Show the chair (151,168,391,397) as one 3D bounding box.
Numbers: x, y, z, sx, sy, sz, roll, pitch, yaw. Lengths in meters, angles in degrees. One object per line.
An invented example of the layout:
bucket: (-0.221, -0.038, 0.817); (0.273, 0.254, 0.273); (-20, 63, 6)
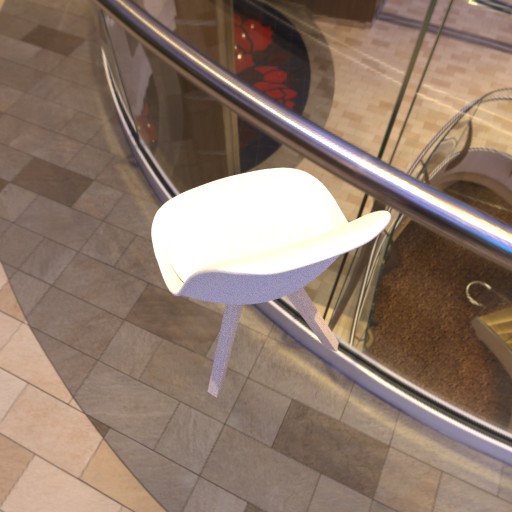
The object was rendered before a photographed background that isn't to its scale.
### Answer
chair: (0.000, 0.000, 1.153); (0.485, 0.850, 0.550); (-18, 61, -10)
